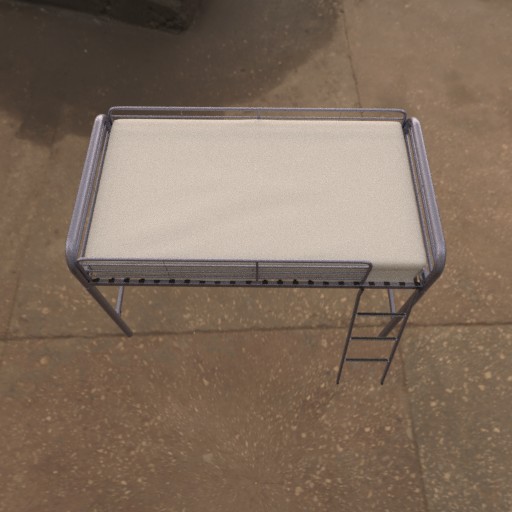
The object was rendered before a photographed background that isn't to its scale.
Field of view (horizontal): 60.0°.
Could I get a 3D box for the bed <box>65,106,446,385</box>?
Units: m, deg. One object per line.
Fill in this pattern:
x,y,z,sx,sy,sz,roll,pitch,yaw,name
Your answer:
0.000,0.000,2.957,1.965,1.288,1.415,1,63,0,bed
